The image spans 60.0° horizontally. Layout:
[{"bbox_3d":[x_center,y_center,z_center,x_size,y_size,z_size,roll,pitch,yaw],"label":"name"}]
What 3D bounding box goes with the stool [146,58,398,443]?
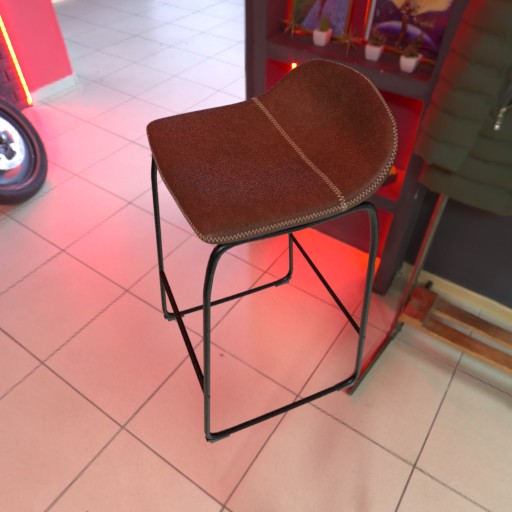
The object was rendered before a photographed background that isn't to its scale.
[{"bbox_3d":[0.000,0.000,1.099,0.473,0.830,0.454,-17,48,-16],"label":"stool"}]
